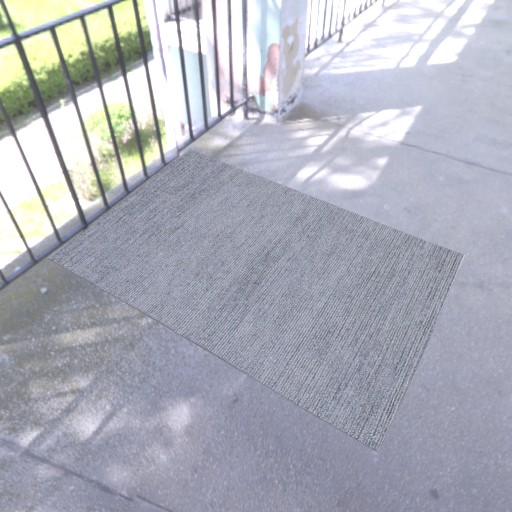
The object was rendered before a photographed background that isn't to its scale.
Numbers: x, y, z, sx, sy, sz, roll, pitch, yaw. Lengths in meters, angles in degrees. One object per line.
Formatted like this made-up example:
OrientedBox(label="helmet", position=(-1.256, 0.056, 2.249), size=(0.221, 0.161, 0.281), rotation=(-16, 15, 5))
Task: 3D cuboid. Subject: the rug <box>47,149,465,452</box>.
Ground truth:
OrientedBox(label="rug", position=(0.000, 0.000, 2.245), size=(1.789, 0.021, 1.159), rotation=(25, 51, 22))
